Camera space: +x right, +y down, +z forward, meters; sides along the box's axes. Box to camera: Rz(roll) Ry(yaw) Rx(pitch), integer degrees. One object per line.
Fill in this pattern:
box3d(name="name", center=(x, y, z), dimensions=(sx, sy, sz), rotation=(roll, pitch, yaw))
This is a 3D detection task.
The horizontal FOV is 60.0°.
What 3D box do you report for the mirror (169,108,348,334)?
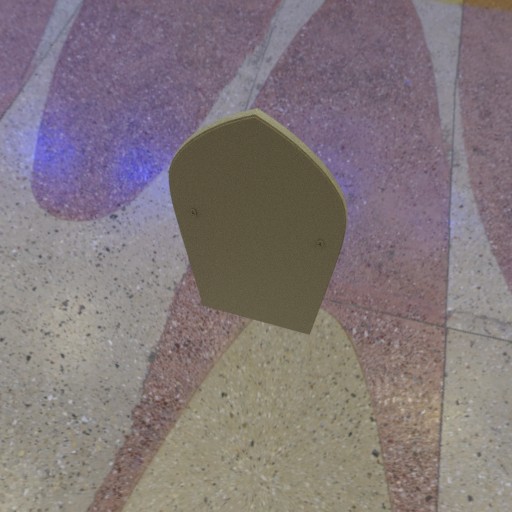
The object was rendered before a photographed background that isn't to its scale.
box3d(name="mirror", center=(0.000, 0.000, 1.330), dimensions=(0.464, 1.175, 0.025), rotation=(14, 64, 7))
